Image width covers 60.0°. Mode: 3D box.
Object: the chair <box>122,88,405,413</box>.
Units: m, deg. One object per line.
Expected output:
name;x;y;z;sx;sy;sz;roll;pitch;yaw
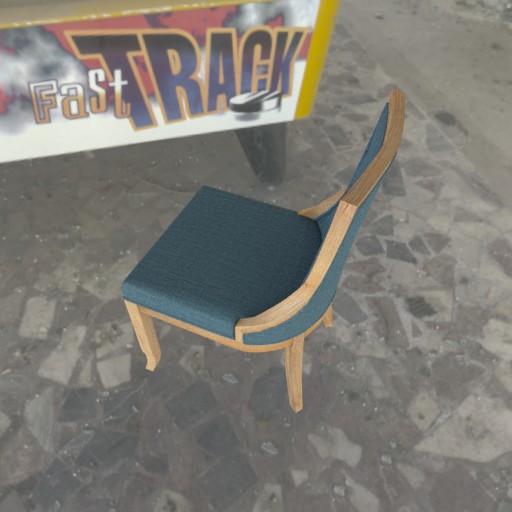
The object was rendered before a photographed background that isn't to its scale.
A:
chair;0.000;0.000;1.334;0.641;0.947;0.524;17;49;16
